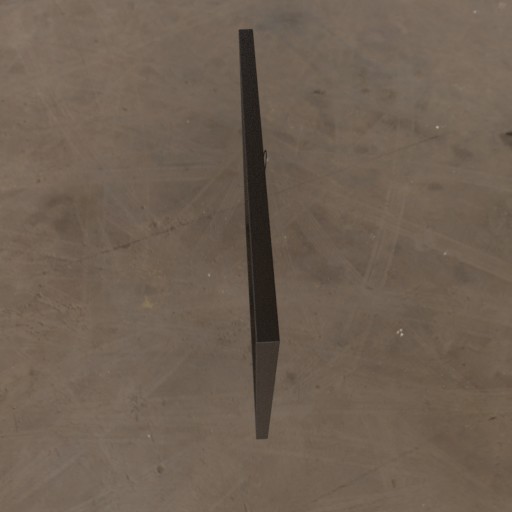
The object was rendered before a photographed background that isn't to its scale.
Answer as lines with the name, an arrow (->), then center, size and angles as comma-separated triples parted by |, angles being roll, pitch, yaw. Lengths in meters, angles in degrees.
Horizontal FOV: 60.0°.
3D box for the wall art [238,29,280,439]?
wall art -> 0.000, 0.000, 1.211 | 0.043, 0.807, 0.805 | -3, 58, -2
